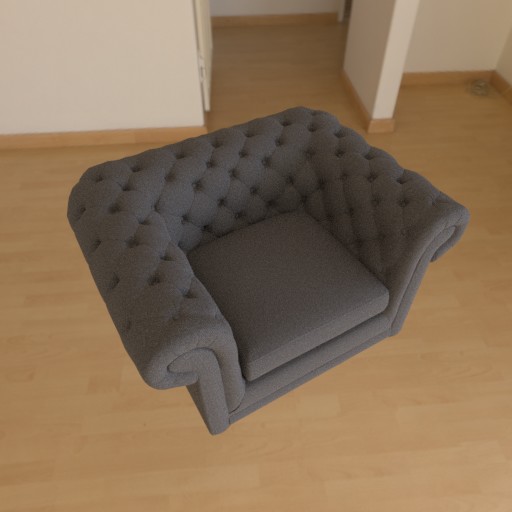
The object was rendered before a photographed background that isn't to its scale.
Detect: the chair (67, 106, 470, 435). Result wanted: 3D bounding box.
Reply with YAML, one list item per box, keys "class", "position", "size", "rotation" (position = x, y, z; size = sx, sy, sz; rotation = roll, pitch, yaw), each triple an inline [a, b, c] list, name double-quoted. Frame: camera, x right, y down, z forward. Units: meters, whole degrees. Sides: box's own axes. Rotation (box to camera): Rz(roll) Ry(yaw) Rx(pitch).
- class: "chair"
  position: [0.000, 0.000, 1.872]
  size: [1.270, 0.770, 0.976]
  rotation: [-23, 50, -21]
